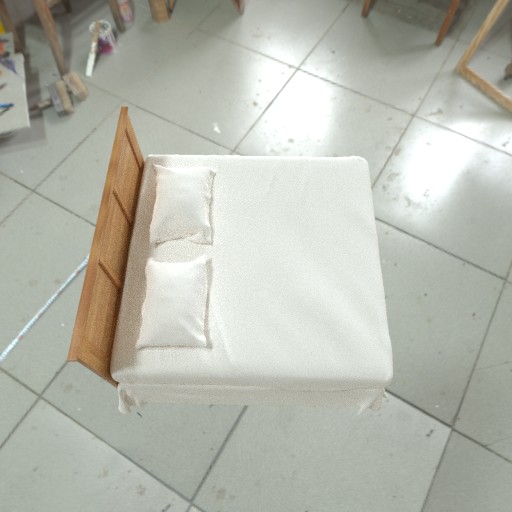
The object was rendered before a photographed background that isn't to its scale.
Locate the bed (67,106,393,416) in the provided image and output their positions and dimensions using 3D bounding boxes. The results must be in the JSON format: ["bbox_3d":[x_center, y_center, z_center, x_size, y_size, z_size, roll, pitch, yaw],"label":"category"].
[{"bbox_3d":[0.000,0.000,3.591,2.215,1.270,2.317,1,63,1],"label":"bed"}]
